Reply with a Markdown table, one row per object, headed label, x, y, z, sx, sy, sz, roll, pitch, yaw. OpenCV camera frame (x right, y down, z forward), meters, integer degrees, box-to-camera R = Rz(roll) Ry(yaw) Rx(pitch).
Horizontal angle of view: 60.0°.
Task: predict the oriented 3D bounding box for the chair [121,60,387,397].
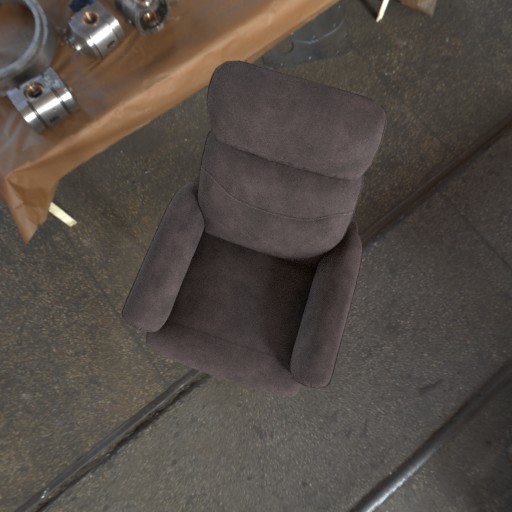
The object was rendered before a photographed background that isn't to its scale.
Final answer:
| label | x | y | z | sx | sy | sz | roll | pitch | yaw |
| --- | --- | --- | --- | --- | --- | --- | --- | --- | --- |
| chair | 0.000 | 0.000 | 1.788 | 0.830 | 1.035 | 1.009 | 18 | 78 | 4 |
